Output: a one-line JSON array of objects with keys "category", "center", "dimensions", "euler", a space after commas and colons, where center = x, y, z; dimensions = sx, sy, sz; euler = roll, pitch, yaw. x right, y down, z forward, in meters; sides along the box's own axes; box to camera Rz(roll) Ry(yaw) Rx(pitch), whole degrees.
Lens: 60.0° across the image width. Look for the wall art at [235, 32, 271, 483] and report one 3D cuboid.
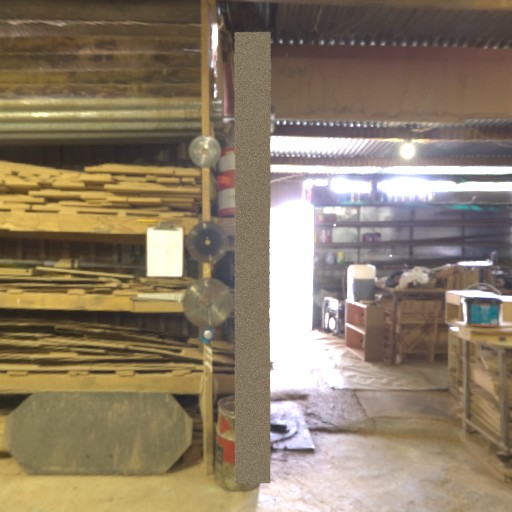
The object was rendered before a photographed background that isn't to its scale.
[{"category": "wall art", "center": [0.000, 0.000, 0.754], "dimensions": [0.040, 0.509, 0.509], "euler": [0, 1, 1]}]
